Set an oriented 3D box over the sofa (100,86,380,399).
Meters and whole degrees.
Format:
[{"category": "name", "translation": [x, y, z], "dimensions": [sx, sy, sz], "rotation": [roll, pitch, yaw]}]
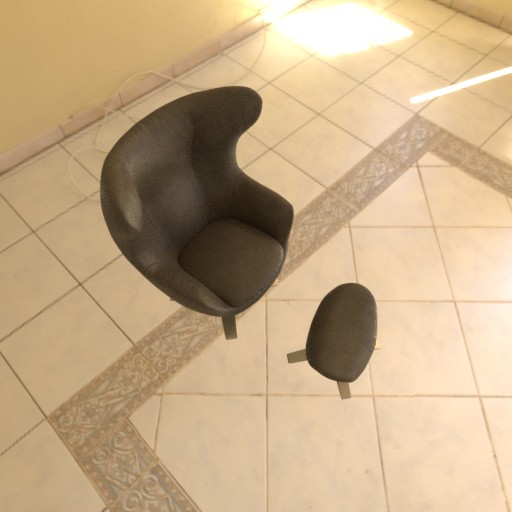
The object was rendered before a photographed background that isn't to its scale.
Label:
[{"category": "sofa", "translation": [0.000, 0.000, 2.169], "dimensions": [1.444, 1.135, 0.894], "rotation": [31, 63, 18]}]
